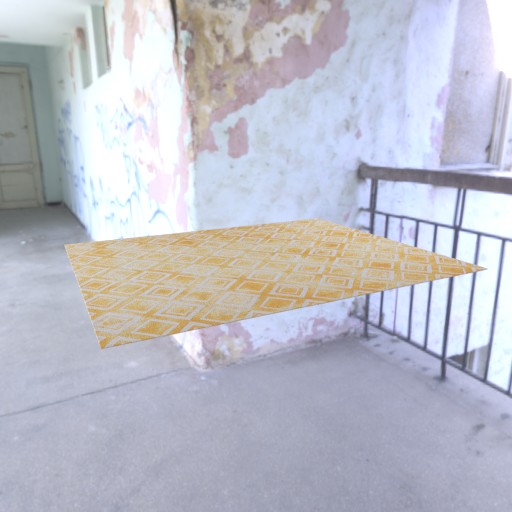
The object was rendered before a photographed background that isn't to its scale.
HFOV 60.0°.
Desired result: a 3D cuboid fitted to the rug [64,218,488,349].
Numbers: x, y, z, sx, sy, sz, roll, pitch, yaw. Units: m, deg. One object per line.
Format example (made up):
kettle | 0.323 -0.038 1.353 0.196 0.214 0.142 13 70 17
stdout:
rug | 0.000 0.000 4.006 3.037 0.011 2.433 -8 18 -26
